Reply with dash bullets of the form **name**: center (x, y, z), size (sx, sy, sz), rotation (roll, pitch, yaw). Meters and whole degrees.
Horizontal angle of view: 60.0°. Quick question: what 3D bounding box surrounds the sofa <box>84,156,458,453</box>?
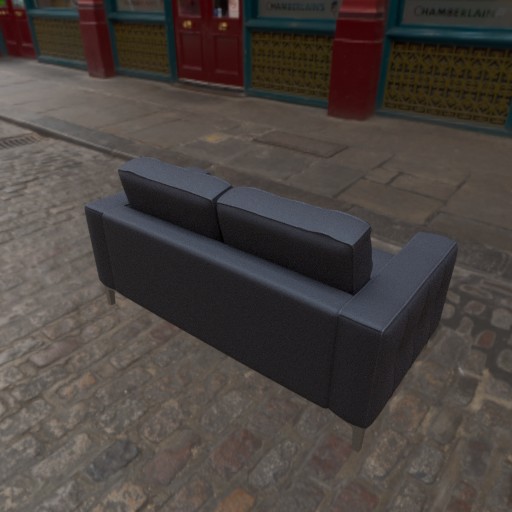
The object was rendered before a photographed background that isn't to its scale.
- **sofa**: center (0.000, 0.000, 2.258), size (1.726, 0.893, 0.833), rotation (21, 36, 32)
